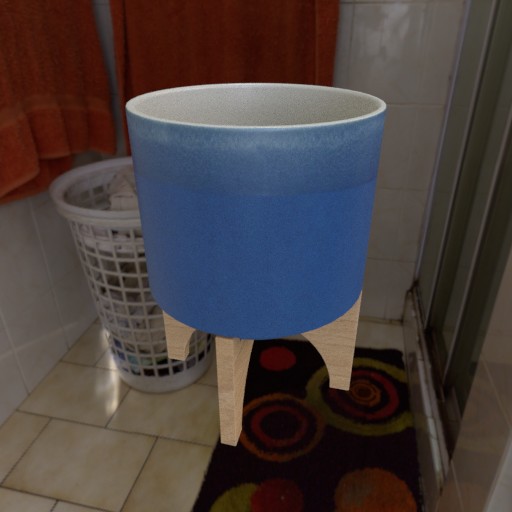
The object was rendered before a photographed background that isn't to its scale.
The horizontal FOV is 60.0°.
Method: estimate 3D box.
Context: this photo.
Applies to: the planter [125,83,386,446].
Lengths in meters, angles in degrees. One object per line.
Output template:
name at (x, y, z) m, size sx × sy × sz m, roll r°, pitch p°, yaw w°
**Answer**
planter at (0.000, 0.000, 0.544) m, size 0.261 × 0.367 × 0.261 m, roll 0°, pitch 28°, yaw 0°
